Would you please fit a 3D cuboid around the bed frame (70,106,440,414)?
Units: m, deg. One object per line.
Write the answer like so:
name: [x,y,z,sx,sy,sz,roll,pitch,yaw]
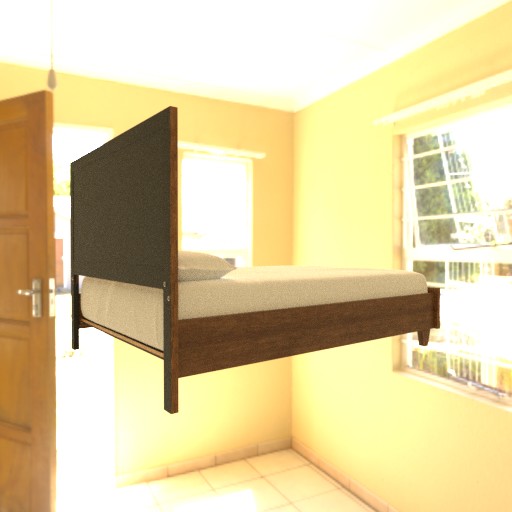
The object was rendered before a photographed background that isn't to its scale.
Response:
bed frame: [0.000,0.000,3.393,2.276,1.417,1.696,-1,1,-37]
